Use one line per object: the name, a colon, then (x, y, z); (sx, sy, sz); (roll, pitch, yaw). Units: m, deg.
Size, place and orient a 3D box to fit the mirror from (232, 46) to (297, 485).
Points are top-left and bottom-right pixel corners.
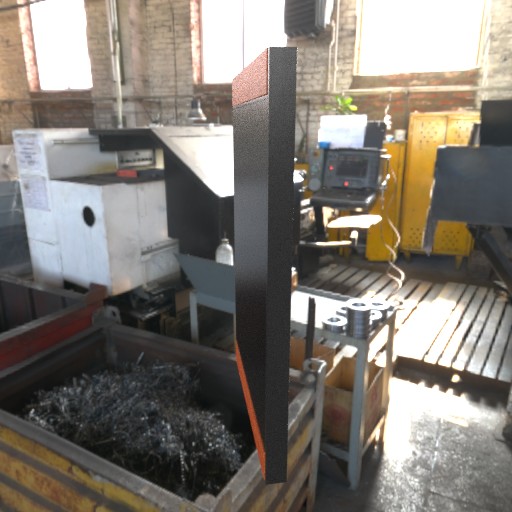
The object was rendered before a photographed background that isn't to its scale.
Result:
mirror: (0.000, 0.000, 1.044); (0.047, 0.823, 0.525); (-3, 17, -9)
